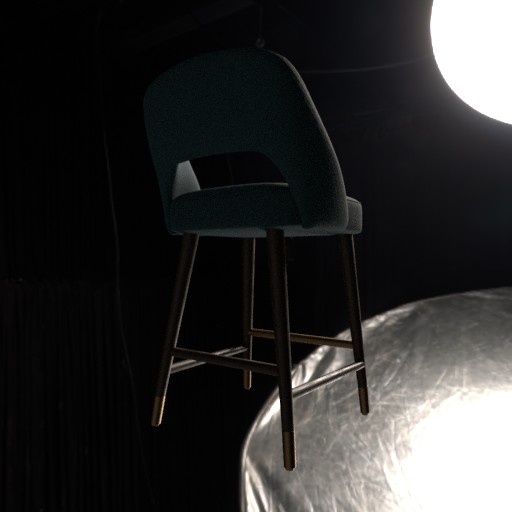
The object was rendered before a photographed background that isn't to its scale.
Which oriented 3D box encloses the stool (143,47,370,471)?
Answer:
[{"bbox_3d":[0.000,0.000,1.239,0.536,0.939,0.522,0,0,36],"label":"stool"}]
